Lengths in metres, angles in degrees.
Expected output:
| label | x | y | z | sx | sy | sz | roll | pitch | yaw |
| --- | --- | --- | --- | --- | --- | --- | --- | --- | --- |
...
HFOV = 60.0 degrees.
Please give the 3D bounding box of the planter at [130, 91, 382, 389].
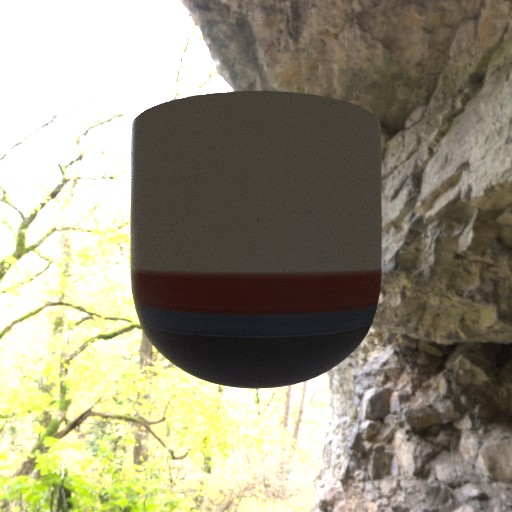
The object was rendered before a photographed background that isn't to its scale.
| label | x | y | z | sx | sy | sz | roll | pitch | yaw |
| --- | --- | --- | --- | --- | --- | --- | --- | --- | --- |
| planter | 0.000 | 0.000 | 0.491 | 0.268 | 0.270 | 0.268 | 0 | 0 | 0 |
